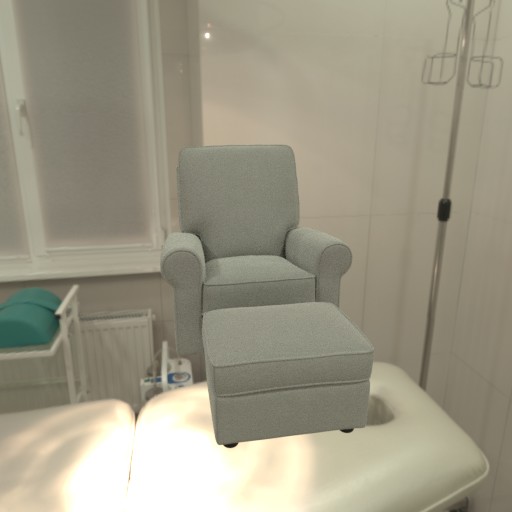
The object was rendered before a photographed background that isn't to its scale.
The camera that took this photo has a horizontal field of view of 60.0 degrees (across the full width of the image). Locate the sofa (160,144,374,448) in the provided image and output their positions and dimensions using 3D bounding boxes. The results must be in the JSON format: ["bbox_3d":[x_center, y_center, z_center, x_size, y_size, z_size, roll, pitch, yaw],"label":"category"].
[{"bbox_3d":[0.000,0.000,2.074,0.880,0.959,1.478,-3,17,-10],"label":"sofa"}]
